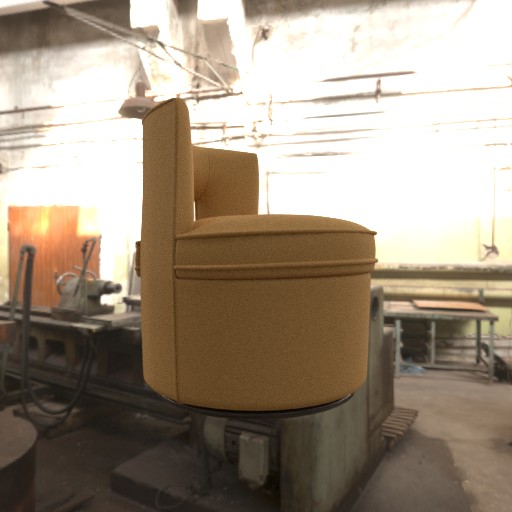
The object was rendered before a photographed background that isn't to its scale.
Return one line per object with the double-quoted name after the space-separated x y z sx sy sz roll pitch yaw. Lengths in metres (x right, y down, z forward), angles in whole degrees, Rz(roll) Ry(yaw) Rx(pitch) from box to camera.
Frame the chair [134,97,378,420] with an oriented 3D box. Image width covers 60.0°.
0.000 0.000 1.248 0.665 0.723 0.650 0 0 17 "chair"
